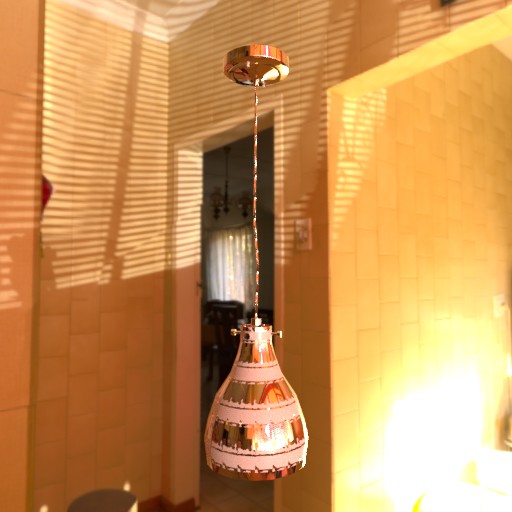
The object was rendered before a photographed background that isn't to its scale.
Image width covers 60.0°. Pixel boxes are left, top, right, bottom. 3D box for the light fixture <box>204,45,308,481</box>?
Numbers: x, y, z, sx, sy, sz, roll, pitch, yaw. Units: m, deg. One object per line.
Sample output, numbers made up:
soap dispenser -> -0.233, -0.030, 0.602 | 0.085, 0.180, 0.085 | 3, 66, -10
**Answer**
light fixture -> 0.000, 0.000, 1.630 | 0.374, 1.457, 0.374 | -1, -3, 19
